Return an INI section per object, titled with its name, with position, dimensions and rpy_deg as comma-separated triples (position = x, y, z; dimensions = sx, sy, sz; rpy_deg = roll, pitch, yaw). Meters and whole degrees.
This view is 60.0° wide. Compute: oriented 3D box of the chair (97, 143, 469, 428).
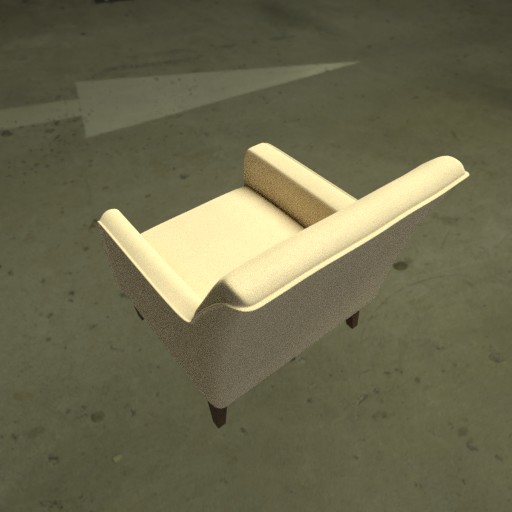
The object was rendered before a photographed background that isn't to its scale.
[chair]
position = 0.000, 0.000, 1.568
dimensions = 0.780, 0.919, 0.899
rpy_deg = -29, 52, -26
